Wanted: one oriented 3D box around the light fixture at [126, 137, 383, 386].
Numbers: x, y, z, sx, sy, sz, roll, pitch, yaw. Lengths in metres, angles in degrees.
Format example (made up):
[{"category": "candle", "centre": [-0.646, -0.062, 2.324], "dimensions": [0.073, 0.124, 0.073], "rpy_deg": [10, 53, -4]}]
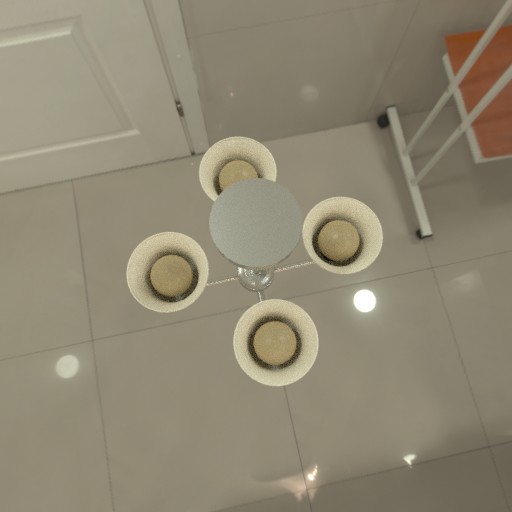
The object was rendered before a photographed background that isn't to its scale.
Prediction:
[{"category": "light fixture", "centre": [0.000, 0.000, 0.749], "dimensions": [0.427, 0.370, 0.427], "rpy_deg": [-12, 76, -3]}]
